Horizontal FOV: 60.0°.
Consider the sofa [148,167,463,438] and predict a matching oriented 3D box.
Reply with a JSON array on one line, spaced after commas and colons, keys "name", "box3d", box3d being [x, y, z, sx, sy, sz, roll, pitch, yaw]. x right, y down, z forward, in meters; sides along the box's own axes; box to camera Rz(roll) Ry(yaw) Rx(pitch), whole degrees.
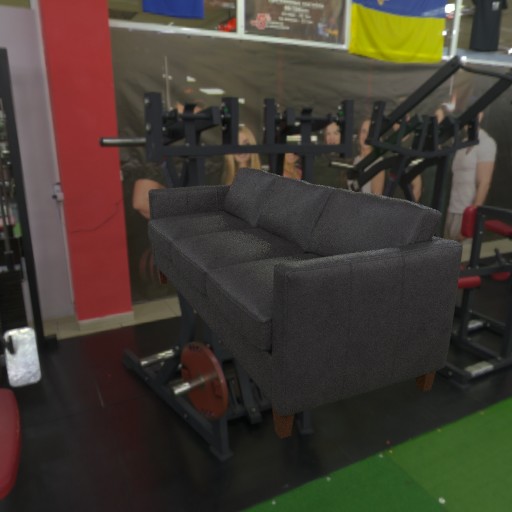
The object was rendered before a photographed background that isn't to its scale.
[{"name": "sofa", "box3d": [0.000, 0.000, 3.022, 1.045, 1.006, 2.464, -8, 18, -24]}]
